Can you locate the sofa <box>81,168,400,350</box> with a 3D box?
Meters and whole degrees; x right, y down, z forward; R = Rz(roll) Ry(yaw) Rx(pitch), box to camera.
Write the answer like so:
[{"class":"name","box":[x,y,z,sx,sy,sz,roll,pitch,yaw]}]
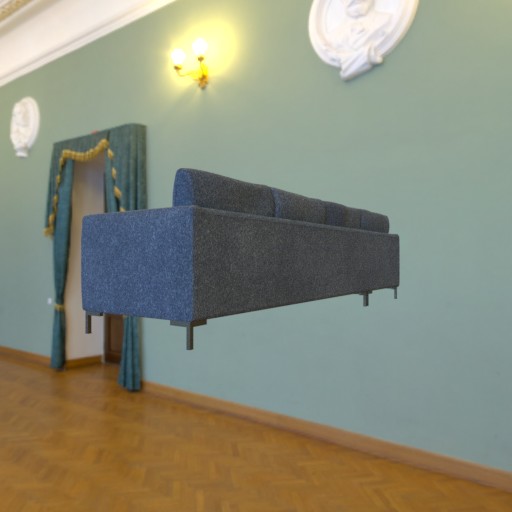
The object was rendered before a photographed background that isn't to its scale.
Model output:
[{"class":"sofa","box":[0.000,0.000,3.416,1.350,0.810,2.932,0,0,35]}]
